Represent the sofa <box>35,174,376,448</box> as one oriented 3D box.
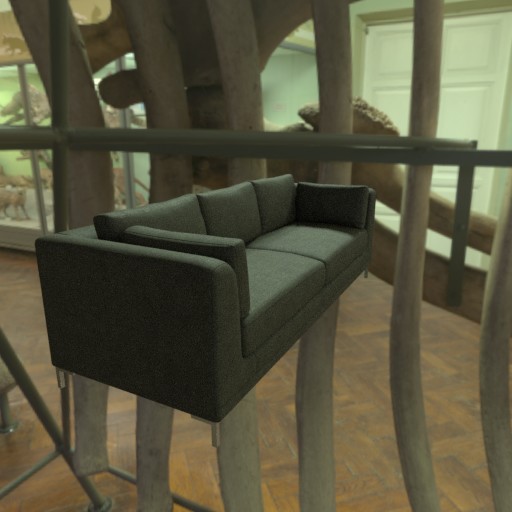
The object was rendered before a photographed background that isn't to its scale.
[{"bbox_3d":[0.000,0.000,2.863,0.969,0.867,2.415,8,18,27],"label":"sofa"}]
